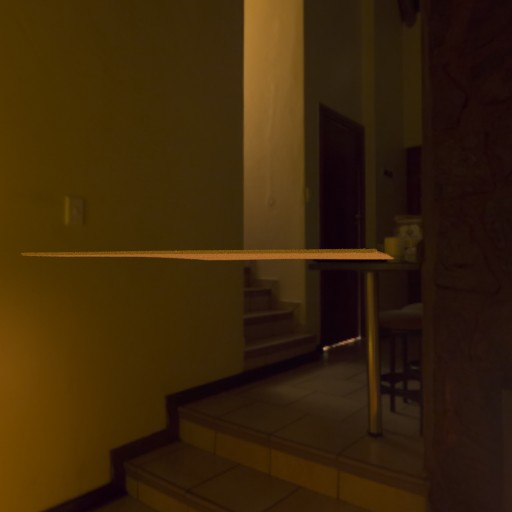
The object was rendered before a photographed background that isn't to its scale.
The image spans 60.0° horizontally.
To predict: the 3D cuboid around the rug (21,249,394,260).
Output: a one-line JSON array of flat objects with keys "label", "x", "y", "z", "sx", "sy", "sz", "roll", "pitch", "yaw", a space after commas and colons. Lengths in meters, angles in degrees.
[{"label": "rug", "x": 0.000, "y": 0.000, "z": 4.240, "sx": 2.434, "sy": 0.045, "sz": 3.202, "roll": 0, "pitch": -1, "yaw": 19}]
